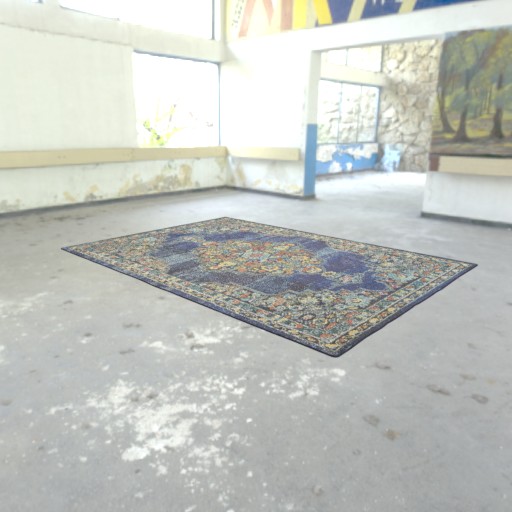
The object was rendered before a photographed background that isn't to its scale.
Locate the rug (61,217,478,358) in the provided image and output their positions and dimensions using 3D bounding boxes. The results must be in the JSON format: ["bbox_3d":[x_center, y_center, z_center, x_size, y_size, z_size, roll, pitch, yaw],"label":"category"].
[{"bbox_3d":[0.000,0.000,3.758,2.940,0.011,2.053,14,21,41],"label":"rug"}]
